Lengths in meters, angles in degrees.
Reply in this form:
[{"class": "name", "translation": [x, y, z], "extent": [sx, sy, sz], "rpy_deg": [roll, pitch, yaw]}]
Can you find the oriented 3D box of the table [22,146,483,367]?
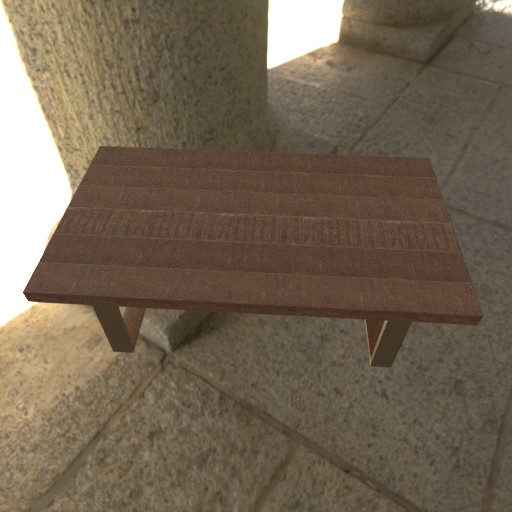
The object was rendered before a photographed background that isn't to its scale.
[{"class": "table", "translation": [0.000, 0.000, 1.772], "extent": [1.400, 0.440, 0.800], "rpy_deg": [3, 48, 2]}]
